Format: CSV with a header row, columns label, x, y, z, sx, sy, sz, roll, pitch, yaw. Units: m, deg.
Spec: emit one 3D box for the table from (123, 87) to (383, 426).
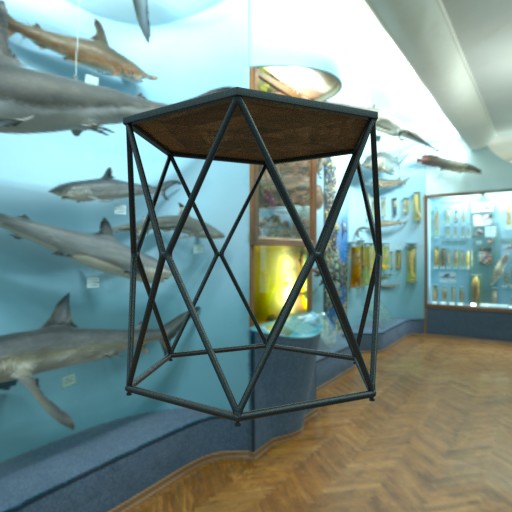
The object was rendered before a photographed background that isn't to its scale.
label,x,y,z,sx,sy,sz,roll,pitch,yaw
table,0.000,0.000,1.027,0.578,0.564,0.579,0,1,35
